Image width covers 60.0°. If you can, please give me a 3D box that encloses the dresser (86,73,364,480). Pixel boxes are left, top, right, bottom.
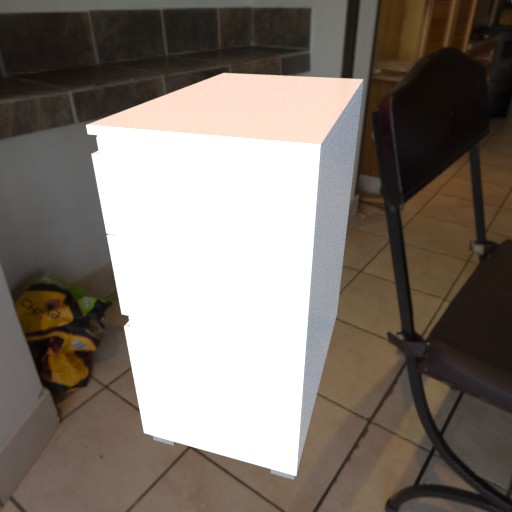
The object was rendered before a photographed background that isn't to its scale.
[{"bbox_3d":[0.000,0.000,1.165,0.400,0.800,0.650,9,31,15],"label":"dresser"}]
